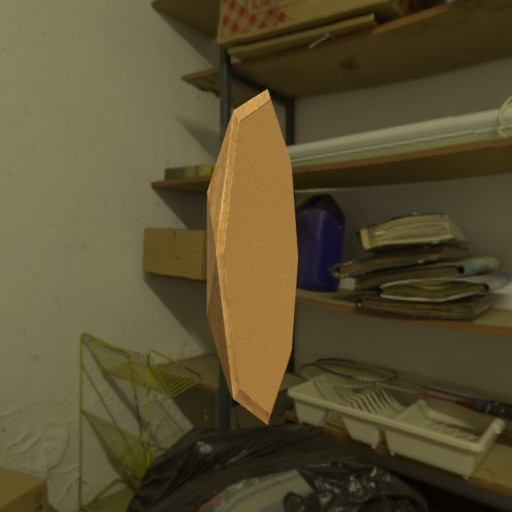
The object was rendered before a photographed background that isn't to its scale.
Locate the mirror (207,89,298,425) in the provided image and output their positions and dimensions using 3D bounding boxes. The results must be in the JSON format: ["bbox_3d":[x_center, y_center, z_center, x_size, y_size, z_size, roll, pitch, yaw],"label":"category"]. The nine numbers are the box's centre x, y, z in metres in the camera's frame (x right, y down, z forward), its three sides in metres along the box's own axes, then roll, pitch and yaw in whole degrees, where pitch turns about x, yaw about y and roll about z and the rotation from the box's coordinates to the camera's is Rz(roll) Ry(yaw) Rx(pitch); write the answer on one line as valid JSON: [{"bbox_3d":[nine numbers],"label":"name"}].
[{"bbox_3d":[0.000,0.000,1.032,0.070,0.774,0.577,0,-1,19],"label":"mirror"}]
